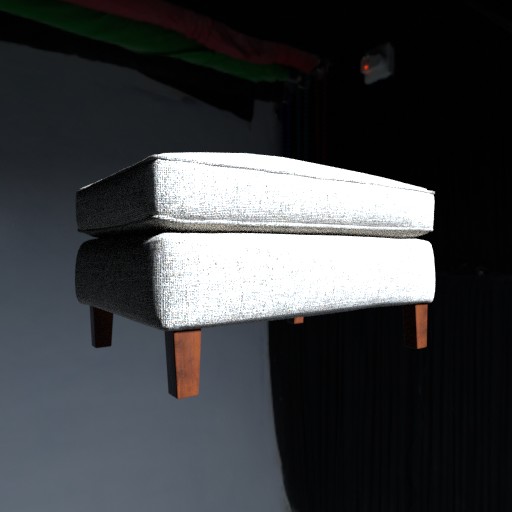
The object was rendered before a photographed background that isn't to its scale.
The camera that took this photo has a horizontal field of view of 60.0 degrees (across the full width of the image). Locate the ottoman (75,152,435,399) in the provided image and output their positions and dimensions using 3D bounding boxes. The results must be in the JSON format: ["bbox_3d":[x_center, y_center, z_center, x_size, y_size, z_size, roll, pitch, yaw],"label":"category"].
[{"bbox_3d":[0.000,0.000,0.989,0.686,0.406,0.508,0,1,-35],"label":"ottoman"}]
